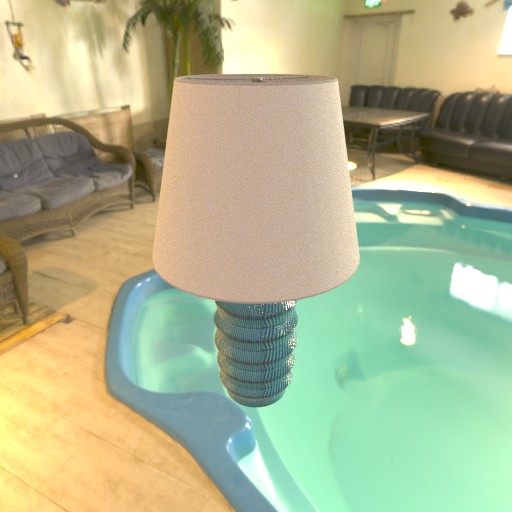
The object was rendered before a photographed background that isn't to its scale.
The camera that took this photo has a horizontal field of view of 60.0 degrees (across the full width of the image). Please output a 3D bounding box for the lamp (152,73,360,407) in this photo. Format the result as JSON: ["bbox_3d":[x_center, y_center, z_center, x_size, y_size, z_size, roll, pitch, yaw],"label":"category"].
[{"bbox_3d":[0.000,0.000,0.778,0.355,0.582,0.355,0,25,0],"label":"lamp"}]
